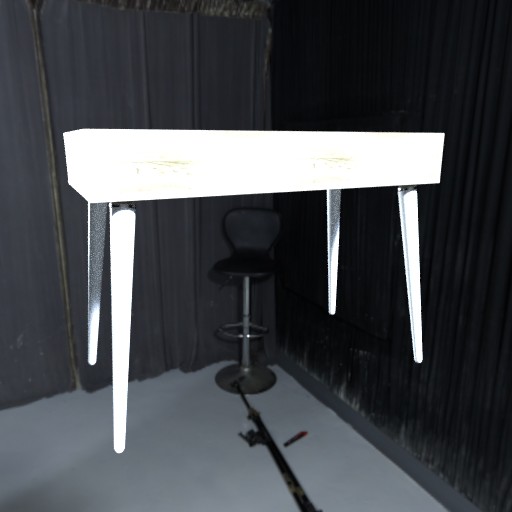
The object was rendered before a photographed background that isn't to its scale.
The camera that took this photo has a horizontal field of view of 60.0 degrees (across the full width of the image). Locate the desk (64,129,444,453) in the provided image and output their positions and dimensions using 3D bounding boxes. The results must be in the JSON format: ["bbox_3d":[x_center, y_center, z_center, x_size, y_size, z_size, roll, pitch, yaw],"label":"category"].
[{"bbox_3d":[0.000,0.000,1.354,0.979,0.723,0.491,-7,16,-26],"label":"desk"}]
